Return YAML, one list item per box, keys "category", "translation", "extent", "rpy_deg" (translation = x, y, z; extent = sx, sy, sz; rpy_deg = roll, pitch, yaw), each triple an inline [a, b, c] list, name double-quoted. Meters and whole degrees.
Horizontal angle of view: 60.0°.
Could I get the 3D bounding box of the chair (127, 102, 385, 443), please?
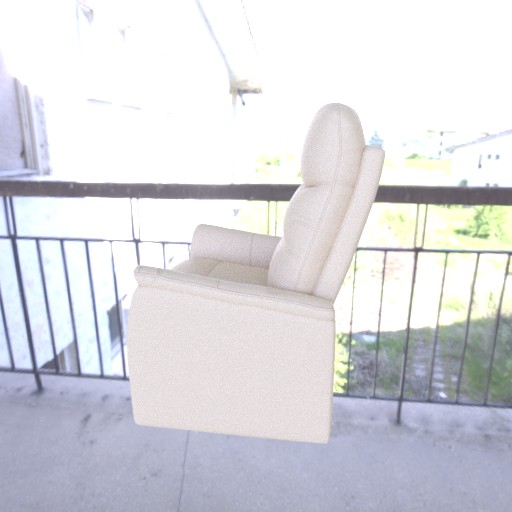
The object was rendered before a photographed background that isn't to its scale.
- category: "chair"
  translation: [0.000, 0.000, 1.676]
  extent: [0.831, 1.082, 0.775]
  rpy_deg: [2, 15, 9]
